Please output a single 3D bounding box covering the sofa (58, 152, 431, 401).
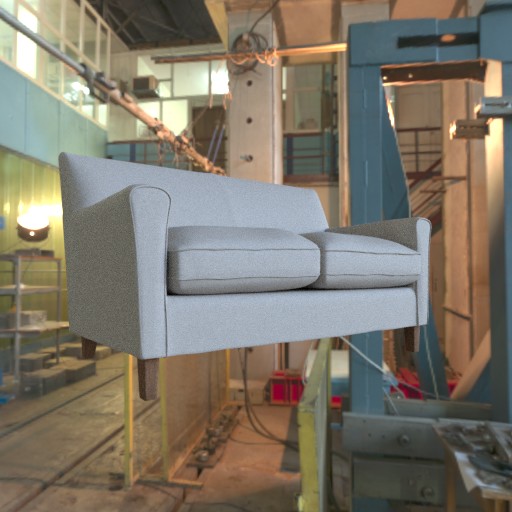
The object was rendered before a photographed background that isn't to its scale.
[{"bbox_3d":[0.000,0.000,1.984,1.482,0.890,0.888,1,-2,-36],"label":"sofa"}]
